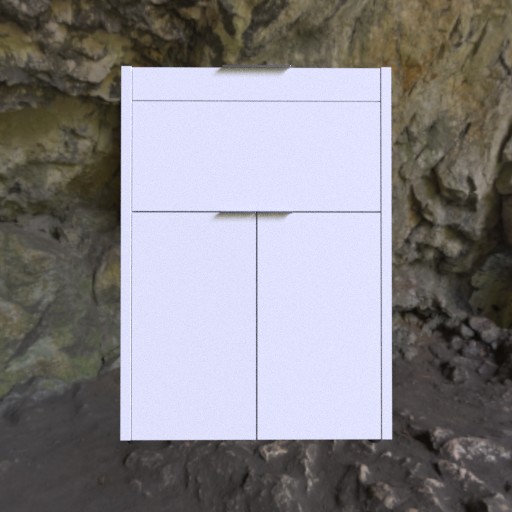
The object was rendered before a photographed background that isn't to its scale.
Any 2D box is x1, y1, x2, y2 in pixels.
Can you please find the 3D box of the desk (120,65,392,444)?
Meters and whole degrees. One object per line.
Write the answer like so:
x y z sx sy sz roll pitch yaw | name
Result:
0.000 0.000 1.572 0.850 1.190 0.390 0 0 -1 | desk
